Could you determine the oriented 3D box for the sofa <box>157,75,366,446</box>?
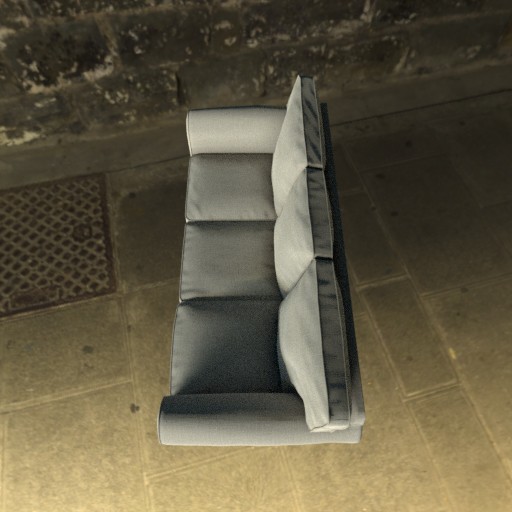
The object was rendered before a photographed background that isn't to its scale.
[{"bbox_3d":[0.000,0.000,2.586,0.916,0.961,2.084,0,60,0],"label":"sofa"}]
